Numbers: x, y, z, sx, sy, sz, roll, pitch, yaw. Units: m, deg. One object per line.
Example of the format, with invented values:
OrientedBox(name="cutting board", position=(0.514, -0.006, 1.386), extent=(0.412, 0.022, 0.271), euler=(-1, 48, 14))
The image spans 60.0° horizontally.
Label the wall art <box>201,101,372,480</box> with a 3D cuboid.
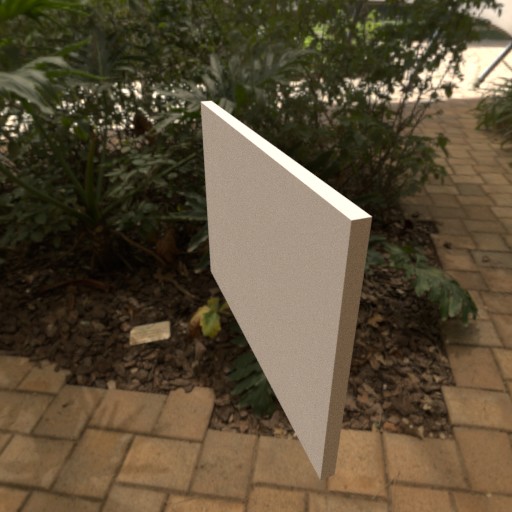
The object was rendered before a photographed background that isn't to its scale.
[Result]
OrientedBox(name="wall art", position=(0.000, 0.000, 1.700), extent=(0.051, 0.902, 1.308), euler=(-10, 32, -17))
